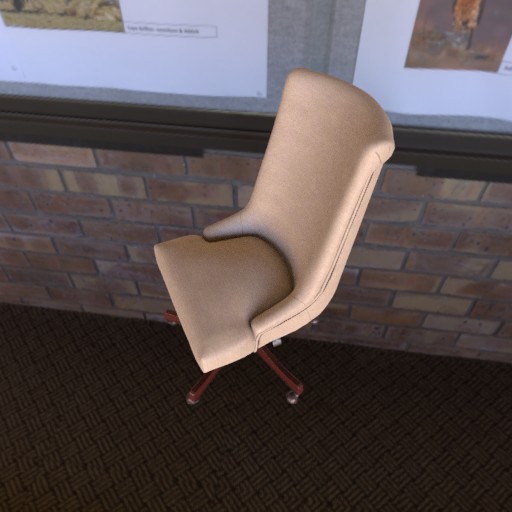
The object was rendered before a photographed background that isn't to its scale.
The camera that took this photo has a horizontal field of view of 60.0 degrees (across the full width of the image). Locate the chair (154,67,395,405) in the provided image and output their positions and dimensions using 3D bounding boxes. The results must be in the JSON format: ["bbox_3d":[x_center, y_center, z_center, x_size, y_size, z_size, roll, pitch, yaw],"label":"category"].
[{"bbox_3d":[0.000,0.000,1.473,0.696,1.010,0.645,-18,49,-16],"label":"chair"}]
